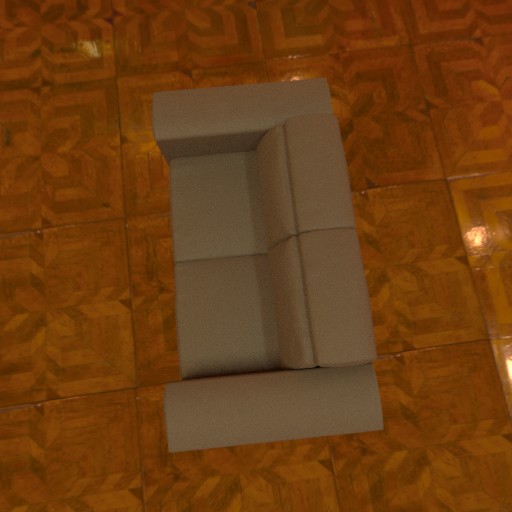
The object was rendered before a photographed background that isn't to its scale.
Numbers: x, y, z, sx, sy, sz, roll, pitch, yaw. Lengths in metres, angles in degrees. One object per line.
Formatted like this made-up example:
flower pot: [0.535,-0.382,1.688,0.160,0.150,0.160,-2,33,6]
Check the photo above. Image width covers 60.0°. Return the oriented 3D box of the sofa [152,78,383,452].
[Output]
sofa: [0.000,0.000,2.460,1.003,0.779,1.895,-5,75,-1]
